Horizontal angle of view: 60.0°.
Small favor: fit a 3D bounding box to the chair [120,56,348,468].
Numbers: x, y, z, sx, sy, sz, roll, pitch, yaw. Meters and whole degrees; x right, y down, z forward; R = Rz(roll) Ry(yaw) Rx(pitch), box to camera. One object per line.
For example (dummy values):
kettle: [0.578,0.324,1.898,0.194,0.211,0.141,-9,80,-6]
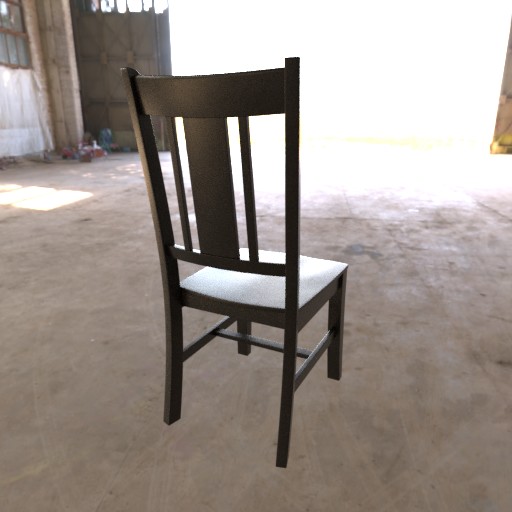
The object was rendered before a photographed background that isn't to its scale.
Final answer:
chair: [0.000,0.000,1.299,0.450,0.998,0.555,9,20,26]
